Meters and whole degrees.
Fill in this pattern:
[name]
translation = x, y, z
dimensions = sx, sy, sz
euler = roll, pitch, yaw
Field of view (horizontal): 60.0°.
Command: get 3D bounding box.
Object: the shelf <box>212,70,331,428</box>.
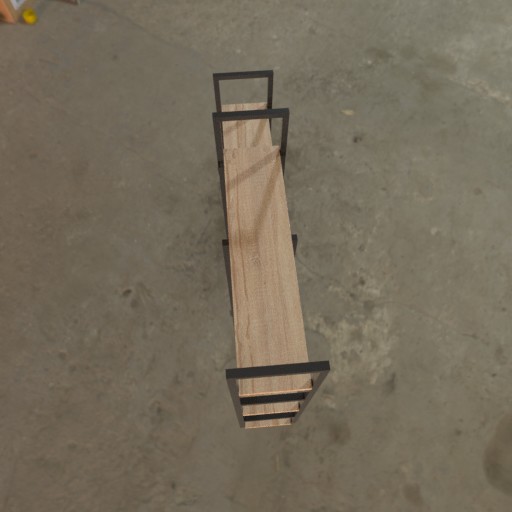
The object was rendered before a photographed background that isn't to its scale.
[shelf]
translation = 0.000, 0.000, 1.392
dimensions = 0.183, 0.921, 0.946
euler = -4, 63, -2
